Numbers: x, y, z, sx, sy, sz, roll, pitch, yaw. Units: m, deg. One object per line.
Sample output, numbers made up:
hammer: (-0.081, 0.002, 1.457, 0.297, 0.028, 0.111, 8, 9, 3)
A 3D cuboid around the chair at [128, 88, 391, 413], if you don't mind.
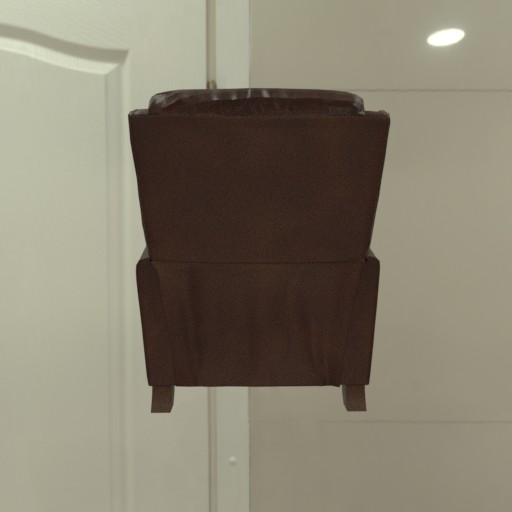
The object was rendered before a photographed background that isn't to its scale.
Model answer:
chair: (0.000, 0.000, 1.767, 0.826, 1.022, 1.089, 0, 2, -1)
